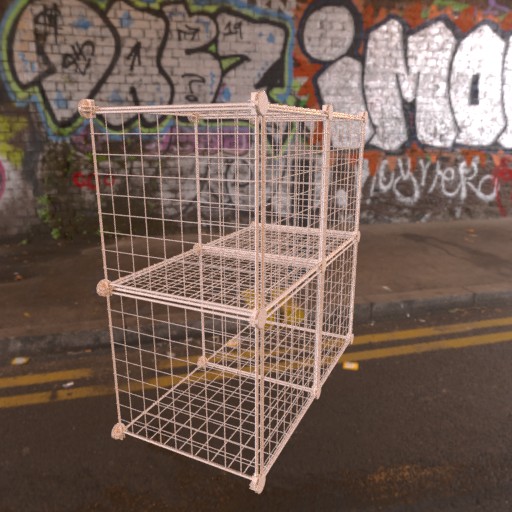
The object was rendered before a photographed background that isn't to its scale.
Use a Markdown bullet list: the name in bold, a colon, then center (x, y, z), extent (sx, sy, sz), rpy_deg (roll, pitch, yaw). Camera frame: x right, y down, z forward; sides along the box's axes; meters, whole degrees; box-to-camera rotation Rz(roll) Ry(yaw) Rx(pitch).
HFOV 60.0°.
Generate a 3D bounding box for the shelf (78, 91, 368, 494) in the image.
- **shelf**: center (0.000, 0.000, 1.111), extent (0.356, 0.711, 0.711), rpy_deg (7, 17, 25)
